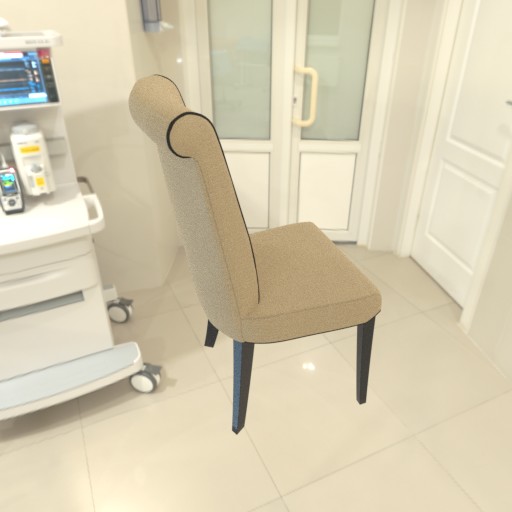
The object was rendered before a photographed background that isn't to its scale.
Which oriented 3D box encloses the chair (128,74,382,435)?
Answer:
[{"bbox_3d":[0.000,0.000,1.355,0.623,0.997,0.522,-9,32,-15],"label":"chair"}]
